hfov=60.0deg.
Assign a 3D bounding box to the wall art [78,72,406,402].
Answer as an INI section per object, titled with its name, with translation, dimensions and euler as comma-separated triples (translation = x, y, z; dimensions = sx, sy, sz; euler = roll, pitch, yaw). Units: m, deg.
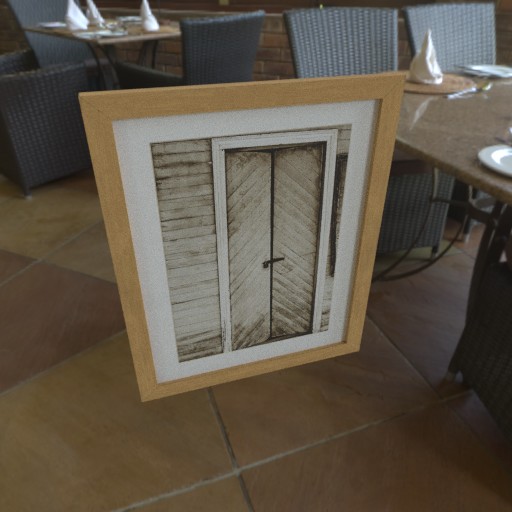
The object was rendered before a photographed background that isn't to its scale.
[wall art]
translation = 0.000, 0.000, 0.757
dimensions = 0.460, 0.561, 0.020
euler = -9, 34, -14
